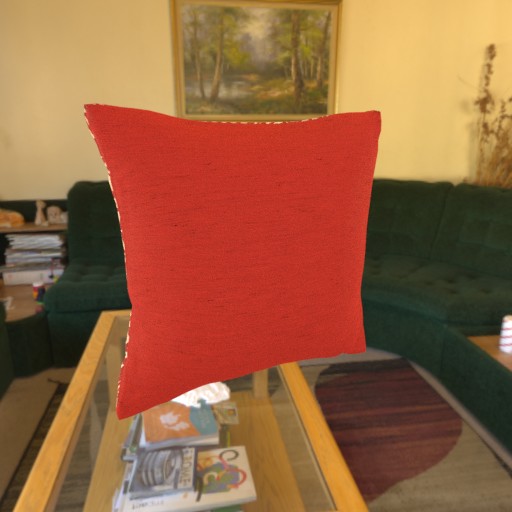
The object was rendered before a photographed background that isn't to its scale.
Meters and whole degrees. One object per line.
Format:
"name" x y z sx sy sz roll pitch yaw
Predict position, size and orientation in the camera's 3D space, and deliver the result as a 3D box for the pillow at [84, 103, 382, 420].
"pillow" 0.000 0.000 0.656 0.438 0.419 0.162 -8 18 -25
